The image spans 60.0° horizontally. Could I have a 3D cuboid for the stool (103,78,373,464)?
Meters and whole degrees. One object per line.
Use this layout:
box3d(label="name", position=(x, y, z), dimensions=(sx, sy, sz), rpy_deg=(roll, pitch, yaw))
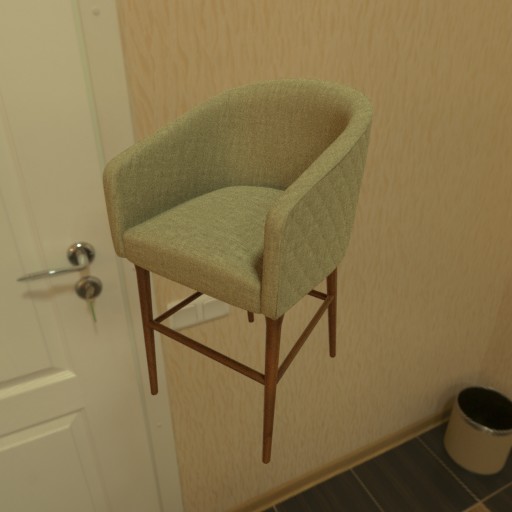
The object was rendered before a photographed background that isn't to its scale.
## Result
box3d(label="stool", position=(0.000, 0.000, 1.359), dimensions=(0.559, 0.952, 0.635), rpy_deg=(18, 34, 30))
